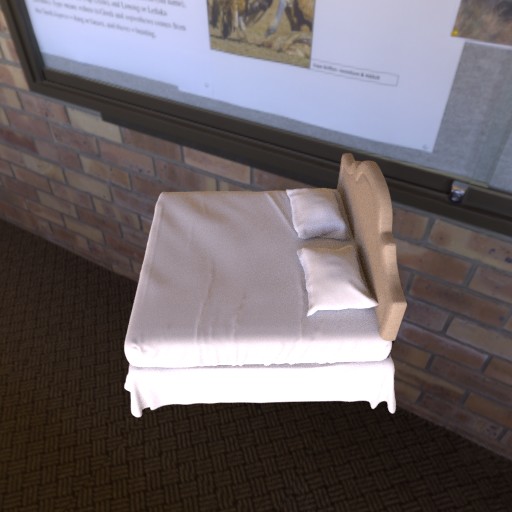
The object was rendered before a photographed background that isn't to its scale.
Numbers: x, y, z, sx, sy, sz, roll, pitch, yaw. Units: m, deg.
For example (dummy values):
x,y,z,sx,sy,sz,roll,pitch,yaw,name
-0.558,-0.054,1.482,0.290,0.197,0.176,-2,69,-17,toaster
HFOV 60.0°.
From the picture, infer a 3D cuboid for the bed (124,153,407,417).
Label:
x,y,z,sx,sy,sz,roll,pitch,yaw,name
0.000,0.000,3.887,2.222,1.631,2.303,-1,42,-1,bed
